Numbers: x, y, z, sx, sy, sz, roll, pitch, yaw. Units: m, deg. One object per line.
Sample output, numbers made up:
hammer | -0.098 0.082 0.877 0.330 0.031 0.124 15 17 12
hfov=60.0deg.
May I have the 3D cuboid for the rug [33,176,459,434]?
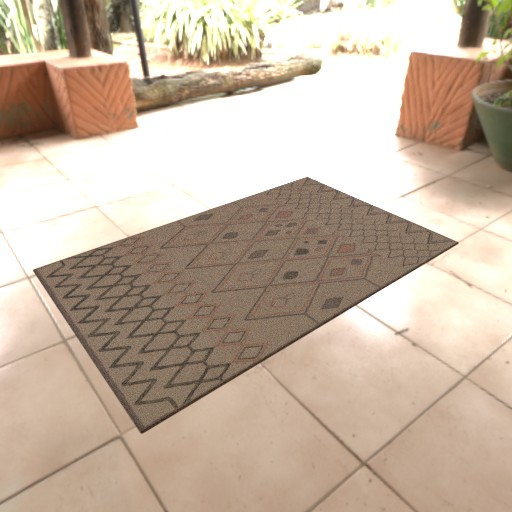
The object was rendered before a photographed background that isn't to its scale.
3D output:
rug | 0.000 0.000 2.972 2.438 0.015 1.524 -24 40 -32
